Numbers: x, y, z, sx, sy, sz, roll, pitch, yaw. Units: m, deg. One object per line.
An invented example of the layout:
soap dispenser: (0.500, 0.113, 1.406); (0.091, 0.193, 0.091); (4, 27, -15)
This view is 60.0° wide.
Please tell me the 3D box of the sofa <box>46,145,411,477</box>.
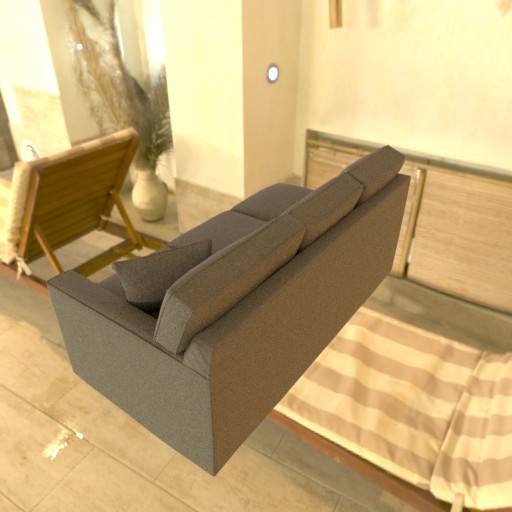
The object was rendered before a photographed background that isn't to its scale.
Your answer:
sofa: (0.000, 0.000, 2.543); (1.034, 0.946, 1.963); (21, 38, 30)
